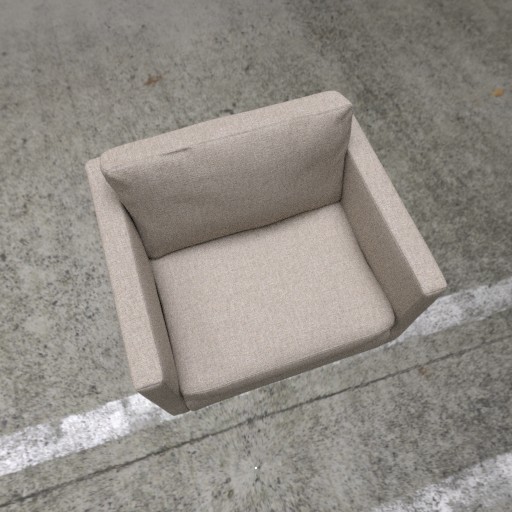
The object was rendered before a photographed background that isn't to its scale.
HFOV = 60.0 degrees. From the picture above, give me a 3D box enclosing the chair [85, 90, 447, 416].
[{"bbox_3d":[0.000,0.000,1.842,1.107,0.961,0.959,-17,66,-8],"label":"chair"}]
